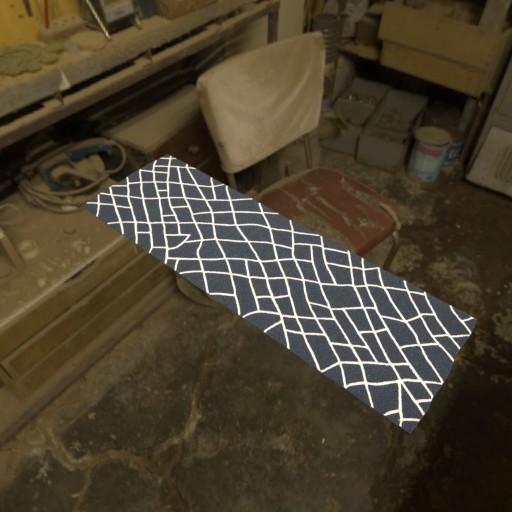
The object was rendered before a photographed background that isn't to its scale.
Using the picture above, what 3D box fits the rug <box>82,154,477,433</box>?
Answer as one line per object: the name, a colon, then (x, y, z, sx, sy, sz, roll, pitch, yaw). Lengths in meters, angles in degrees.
rug: (0.000, 0.000, 2.723, 2.476, 0.010, 0.807, 31, 55, 26)
